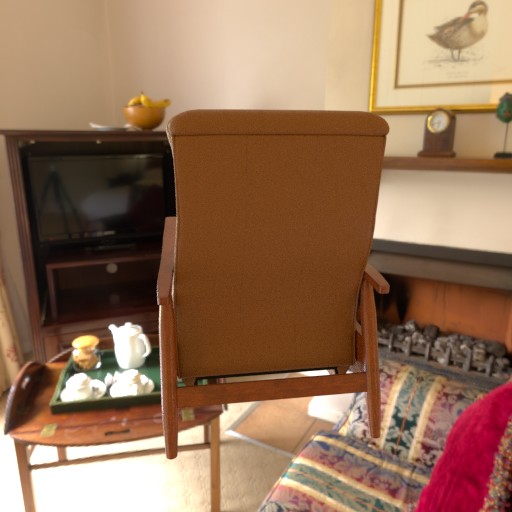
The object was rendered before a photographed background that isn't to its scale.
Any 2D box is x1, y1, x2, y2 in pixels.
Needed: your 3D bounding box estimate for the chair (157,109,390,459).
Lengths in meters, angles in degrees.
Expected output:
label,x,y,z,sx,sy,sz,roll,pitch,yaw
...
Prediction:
label,x,y,z,sx,sy,sz,roll,pitch,yaw
chair,0.000,0.000,1.818,0.762,1.082,1.014,-2,15,-8
